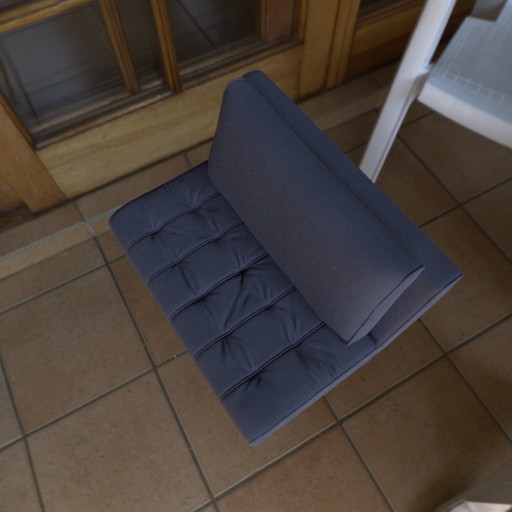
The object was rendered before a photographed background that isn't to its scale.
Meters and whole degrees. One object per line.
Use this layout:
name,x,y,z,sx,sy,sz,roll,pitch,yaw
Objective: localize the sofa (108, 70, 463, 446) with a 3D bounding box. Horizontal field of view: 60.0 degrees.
sofa,0.000,0.000,1.907,0.910,0.910,1.220,-32,68,-15
